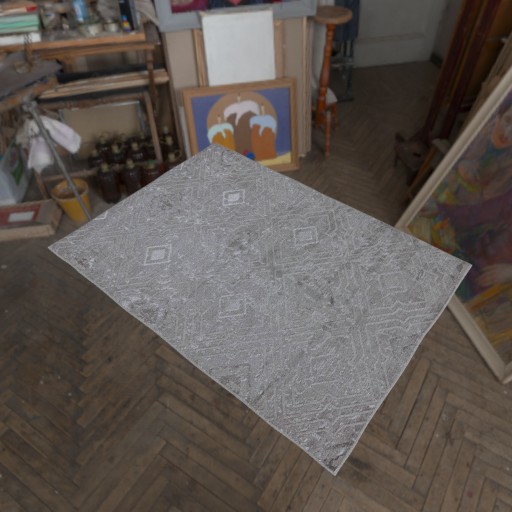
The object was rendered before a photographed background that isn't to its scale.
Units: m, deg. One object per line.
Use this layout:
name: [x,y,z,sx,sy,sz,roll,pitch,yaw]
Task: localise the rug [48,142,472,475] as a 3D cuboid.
rug: [0.000,0.000,4.320,3.359,0.020,2.448,31,54,26]
